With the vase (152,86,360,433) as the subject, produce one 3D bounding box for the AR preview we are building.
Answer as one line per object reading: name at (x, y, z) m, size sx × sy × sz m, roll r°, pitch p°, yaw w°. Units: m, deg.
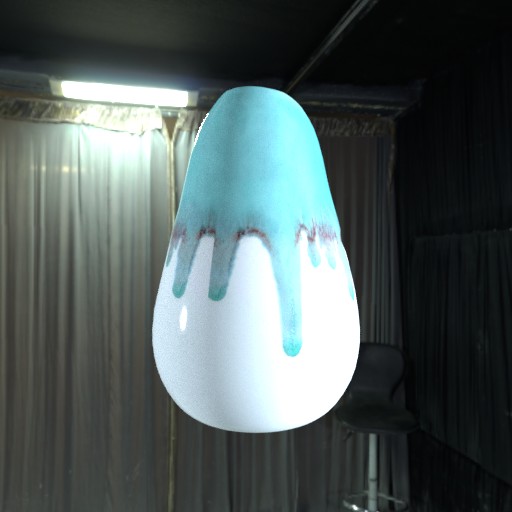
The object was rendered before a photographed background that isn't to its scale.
vase at (0.000, 0.000, 0.255) m, size 0.116 × 0.179 × 0.116 m, roll 0°, pitch 0°, yaw 0°
